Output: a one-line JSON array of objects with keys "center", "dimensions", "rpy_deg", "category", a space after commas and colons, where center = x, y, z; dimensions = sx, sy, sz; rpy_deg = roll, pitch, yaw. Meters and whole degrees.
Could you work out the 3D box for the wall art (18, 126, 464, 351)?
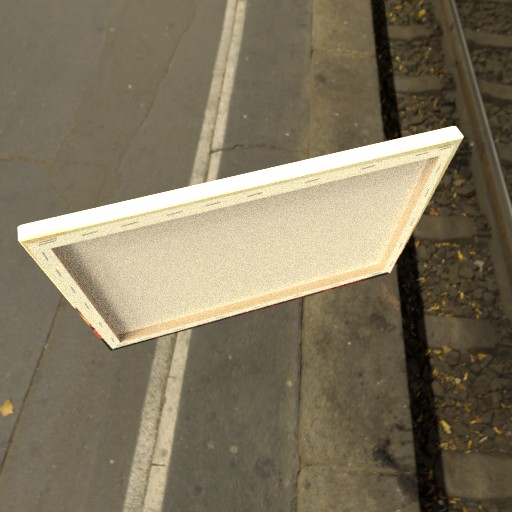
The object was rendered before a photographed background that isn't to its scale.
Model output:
[{"center": [0.000, 0.000, 1.143], "dimensions": [0.918, 0.602, 0.038], "rpy_deg": [-14, 60, -9], "category": "wall art"}]
